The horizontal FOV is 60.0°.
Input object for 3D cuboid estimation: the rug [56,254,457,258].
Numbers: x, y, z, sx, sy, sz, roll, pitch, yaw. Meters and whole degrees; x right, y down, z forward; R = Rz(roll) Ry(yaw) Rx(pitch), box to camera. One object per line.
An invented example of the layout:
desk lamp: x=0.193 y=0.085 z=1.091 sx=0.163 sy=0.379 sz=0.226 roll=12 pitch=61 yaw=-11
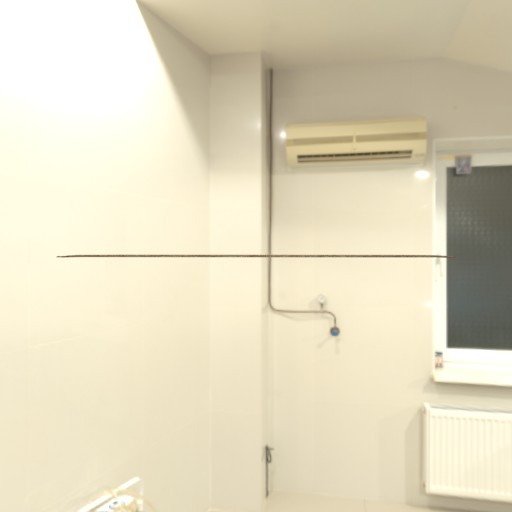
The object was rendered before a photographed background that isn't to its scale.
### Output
rug: x=0.000 y=0.000 z=2.868 sx=2.378 sy=0.018 sz=1.324 roll=0 pitch=0 yaw=18
